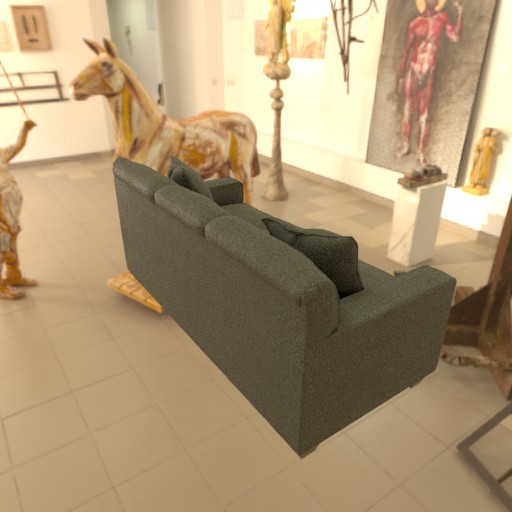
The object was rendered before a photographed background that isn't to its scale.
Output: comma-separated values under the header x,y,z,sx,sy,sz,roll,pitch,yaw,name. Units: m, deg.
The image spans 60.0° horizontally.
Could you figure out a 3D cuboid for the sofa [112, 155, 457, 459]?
x,y,z,sx,sy,sz,roll,pitch,yaw,name
0.000,0.000,2.653,0.997,0.958,2.024,-17,31,-31,sofa
